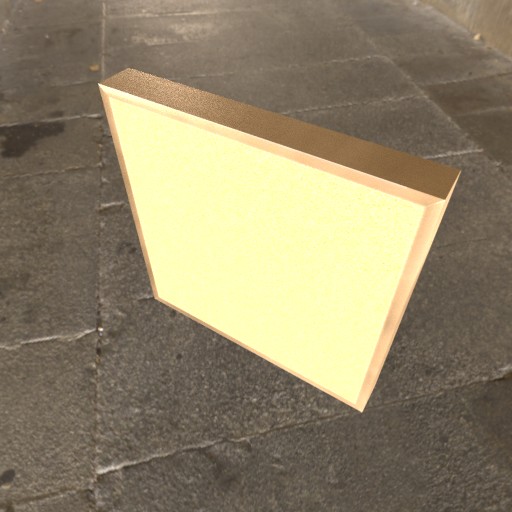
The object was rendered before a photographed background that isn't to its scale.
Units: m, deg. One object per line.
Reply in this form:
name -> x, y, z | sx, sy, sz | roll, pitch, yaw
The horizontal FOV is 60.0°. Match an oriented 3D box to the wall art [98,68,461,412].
wall art -> 0.000, 0.000, 0.455 | 0.305, 0.303, 0.038 | 24, 51, 22
